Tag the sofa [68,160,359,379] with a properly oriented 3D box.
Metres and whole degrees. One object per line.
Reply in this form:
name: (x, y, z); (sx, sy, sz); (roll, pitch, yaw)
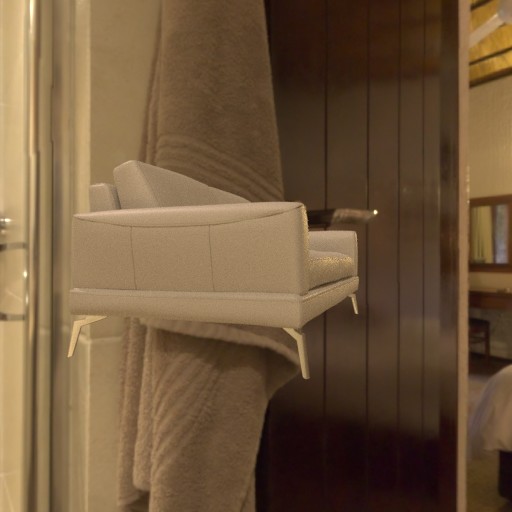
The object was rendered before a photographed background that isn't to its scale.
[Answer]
sofa: (0.000, 0.000, 2.820); (1.121, 0.930, 2.177); (0, 0, 19)
